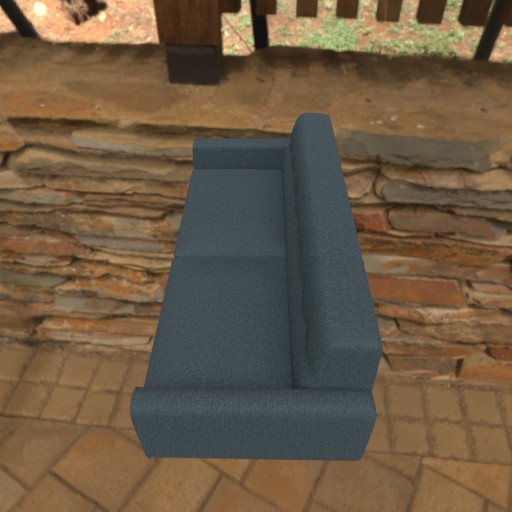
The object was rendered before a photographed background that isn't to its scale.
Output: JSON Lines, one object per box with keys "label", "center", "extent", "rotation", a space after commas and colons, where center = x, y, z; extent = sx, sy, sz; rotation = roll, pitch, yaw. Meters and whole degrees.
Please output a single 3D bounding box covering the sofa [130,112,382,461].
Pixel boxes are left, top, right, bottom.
{"label": "sofa", "center": [0.000, 0.000, 2.476], "extent": [0.942, 0.884, 2.055], "rotation": [1, 43, 1]}
